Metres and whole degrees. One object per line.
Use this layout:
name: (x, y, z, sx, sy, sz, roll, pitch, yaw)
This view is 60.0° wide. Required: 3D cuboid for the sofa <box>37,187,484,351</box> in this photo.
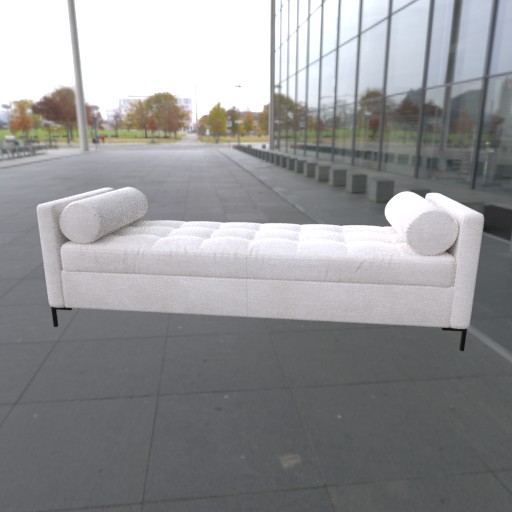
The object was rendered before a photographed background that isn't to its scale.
sofa: (0.000, 0.000, 2.335, 1.981, 0.635, 0.686, 2, 16, 7)
